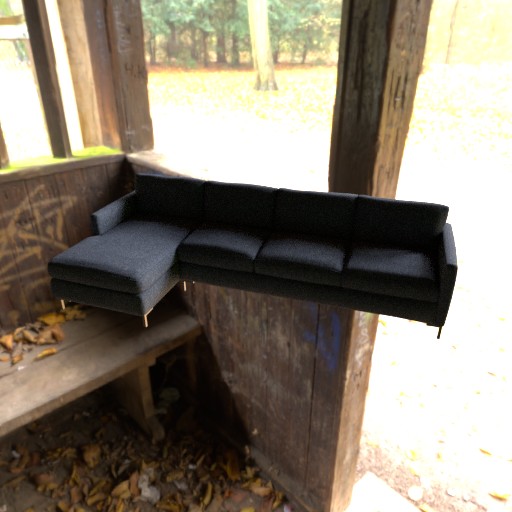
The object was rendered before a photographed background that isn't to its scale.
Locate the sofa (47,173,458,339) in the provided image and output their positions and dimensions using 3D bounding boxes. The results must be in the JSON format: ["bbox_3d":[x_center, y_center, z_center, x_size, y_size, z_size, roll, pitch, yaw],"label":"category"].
[{"bbox_3d":[0.000,0.000,3.488,2.932,0.810,1.350,9,28,16],"label":"sofa"}]
